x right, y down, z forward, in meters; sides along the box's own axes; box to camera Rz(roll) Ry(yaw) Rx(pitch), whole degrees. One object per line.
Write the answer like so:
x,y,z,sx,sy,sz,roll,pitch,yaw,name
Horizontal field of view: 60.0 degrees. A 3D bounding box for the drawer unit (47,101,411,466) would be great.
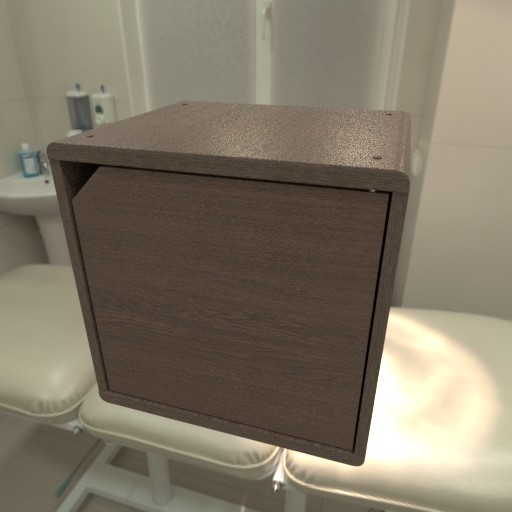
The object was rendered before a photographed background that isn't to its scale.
0.000,0.000,0.588,0.344,0.344,0.290,8,28,15,drawer unit
